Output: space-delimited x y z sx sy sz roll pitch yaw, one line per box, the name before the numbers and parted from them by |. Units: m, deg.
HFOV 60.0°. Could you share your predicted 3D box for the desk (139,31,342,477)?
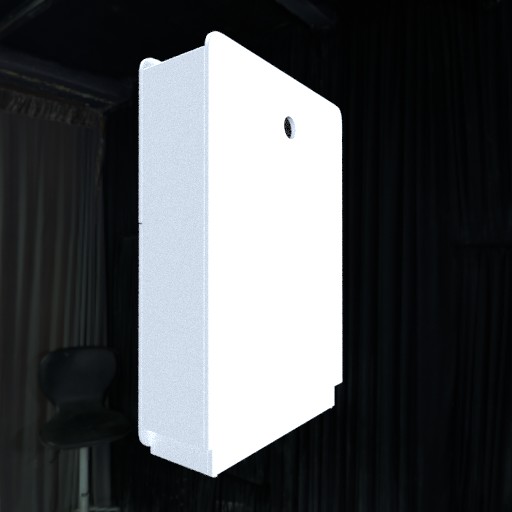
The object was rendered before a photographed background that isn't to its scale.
desk | 0.000 0.000 1.544 0.278 1.190 0.795 0 -1 36
